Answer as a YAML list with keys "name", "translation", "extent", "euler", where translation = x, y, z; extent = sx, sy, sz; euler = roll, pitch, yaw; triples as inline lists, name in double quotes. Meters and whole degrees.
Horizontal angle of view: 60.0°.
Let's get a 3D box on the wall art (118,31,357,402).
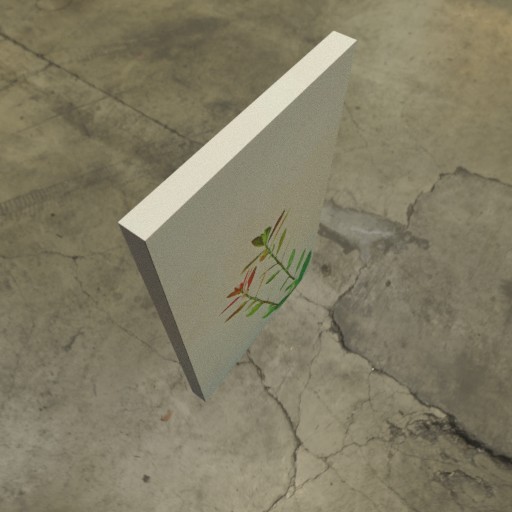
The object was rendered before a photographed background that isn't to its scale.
- name: "wall art"
  translation: [0.000, 0.000, 0.776]
  extent: [0.038, 0.611, 0.408]
  euler: [32, 63, 18]
